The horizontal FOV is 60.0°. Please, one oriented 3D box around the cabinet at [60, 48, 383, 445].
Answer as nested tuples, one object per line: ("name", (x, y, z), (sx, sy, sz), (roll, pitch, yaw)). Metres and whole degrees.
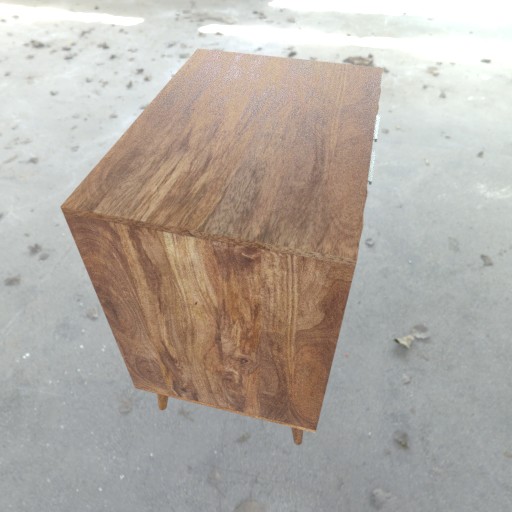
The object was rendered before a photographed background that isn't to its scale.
("cabinet", (0.000, 0.000, 1.149), (0.473, 0.758, 0.647), (10, 47, 10))
